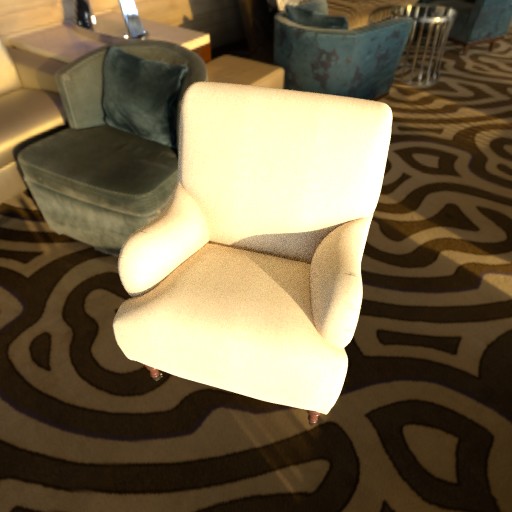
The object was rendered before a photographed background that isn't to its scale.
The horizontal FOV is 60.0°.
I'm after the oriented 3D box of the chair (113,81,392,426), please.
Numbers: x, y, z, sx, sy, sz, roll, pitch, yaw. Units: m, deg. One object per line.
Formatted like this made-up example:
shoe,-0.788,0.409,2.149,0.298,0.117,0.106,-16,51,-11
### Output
chair,0.000,0.000,1.573,0.766,0.944,0.842,12,42,13
